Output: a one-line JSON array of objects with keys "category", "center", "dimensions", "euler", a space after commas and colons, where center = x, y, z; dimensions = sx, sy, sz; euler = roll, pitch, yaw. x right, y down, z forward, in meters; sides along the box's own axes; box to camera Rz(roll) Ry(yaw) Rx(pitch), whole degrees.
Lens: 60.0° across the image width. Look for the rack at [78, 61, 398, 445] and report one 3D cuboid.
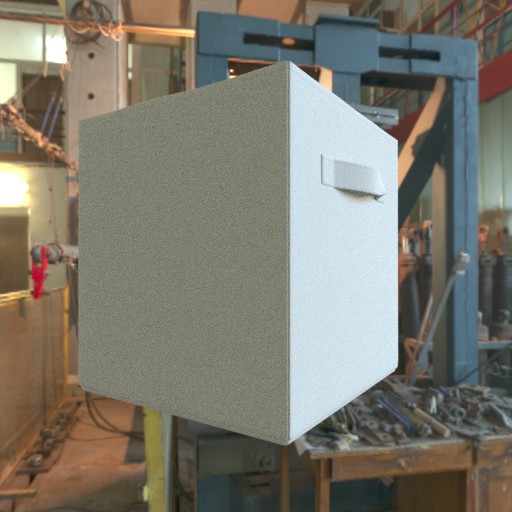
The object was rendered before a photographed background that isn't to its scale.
[{"category": "rack", "center": [0.000, 0.000, 0.492], "dimensions": [0.270, 0.280, 0.270], "euler": [0, 0, 34]}]
